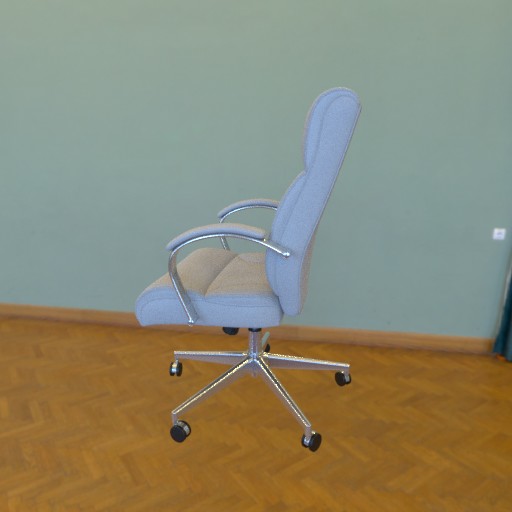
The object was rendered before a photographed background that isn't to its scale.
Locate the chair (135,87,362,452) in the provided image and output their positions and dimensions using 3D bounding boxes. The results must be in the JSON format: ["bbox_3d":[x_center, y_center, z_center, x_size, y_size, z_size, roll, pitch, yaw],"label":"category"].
[{"bbox_3d":[0.000,0.000,1.620,0.745,1.099,0.727,2,14,9],"label":"chair"}]
